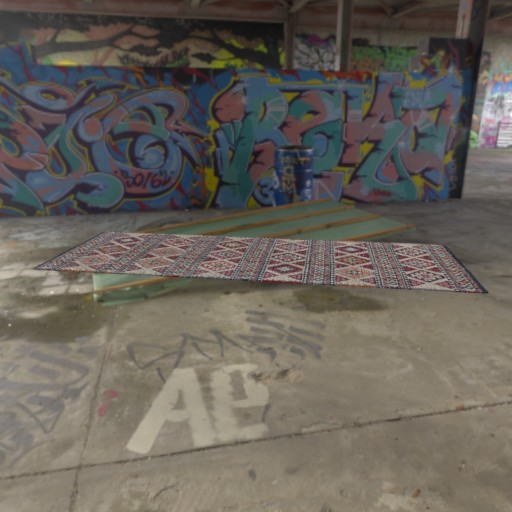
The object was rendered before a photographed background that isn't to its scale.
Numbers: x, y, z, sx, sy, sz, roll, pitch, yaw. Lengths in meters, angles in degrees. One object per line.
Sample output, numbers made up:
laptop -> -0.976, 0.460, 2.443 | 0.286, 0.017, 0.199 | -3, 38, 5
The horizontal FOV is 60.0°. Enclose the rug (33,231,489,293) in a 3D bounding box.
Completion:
rug -> 0.000, 0.000, 2.652 | 2.362, 0.008, 0.832 | 3, 18, 8
